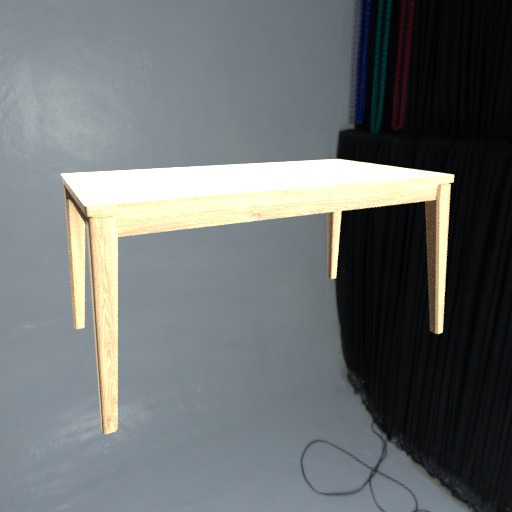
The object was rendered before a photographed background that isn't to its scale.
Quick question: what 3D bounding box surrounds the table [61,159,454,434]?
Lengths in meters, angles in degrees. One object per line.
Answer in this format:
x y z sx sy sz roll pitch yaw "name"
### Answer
0.000 0.000 2.083 1.600 0.760 0.900 -9 20 -26 "table"
